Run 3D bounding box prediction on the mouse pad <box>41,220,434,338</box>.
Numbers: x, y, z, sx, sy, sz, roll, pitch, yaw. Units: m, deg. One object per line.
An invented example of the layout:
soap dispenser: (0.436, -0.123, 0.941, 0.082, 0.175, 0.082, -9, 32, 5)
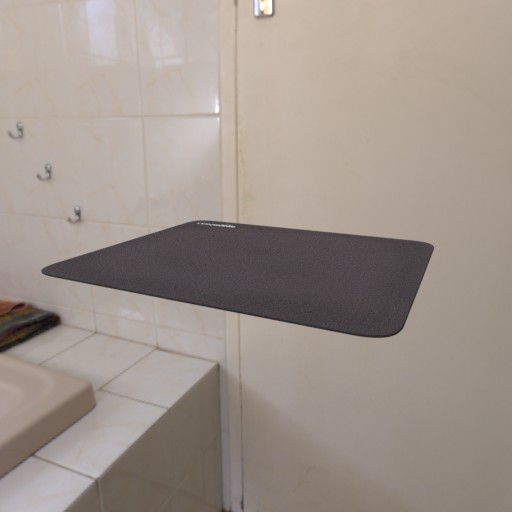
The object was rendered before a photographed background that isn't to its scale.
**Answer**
mouse pad: (0.000, 0.000, 0.443, 0.315, 0.002, 0.269, 7, 17, 25)
